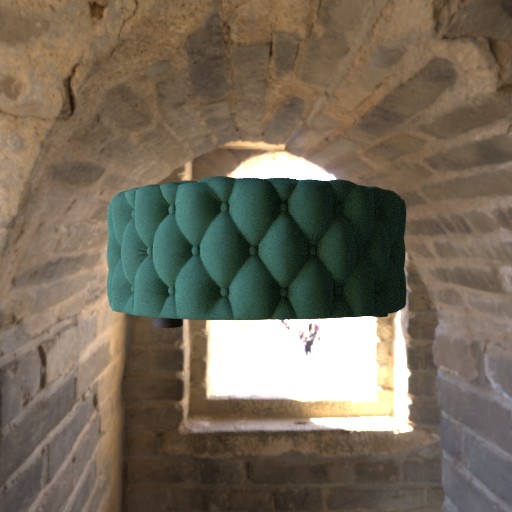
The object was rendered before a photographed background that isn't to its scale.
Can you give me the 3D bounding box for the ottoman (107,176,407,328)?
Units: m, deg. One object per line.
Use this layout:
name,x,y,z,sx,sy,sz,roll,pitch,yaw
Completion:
ottoman,0.000,0.000,1.542,0.998,0.399,0.998,0,-1,0
